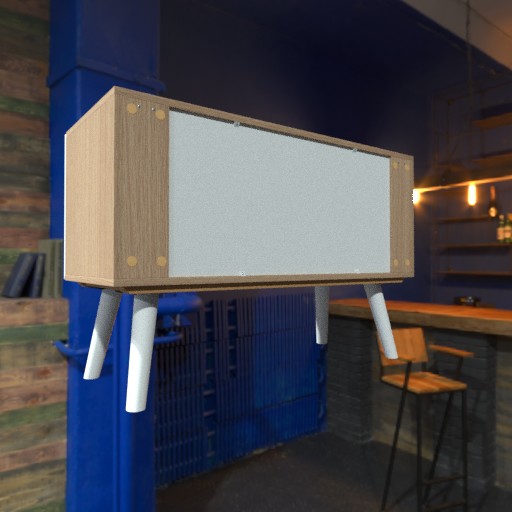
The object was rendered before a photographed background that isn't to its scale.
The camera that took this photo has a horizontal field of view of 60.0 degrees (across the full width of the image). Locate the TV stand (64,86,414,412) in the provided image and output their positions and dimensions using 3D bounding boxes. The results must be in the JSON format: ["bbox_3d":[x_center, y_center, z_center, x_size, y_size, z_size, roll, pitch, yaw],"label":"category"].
[{"bbox_3d":[0.000,0.000,1.328,0.991,0.660,0.407,1,-1,-36],"label":"TV stand"}]
